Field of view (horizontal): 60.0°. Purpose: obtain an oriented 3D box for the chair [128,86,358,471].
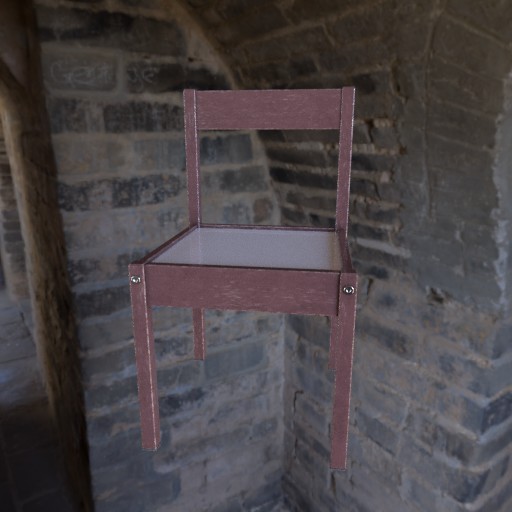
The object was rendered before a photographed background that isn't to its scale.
[{"bbox_3d":[0.000,0.000,0.676,0.285,0.505,0.285,2,15,8],"label":"chair"}]
